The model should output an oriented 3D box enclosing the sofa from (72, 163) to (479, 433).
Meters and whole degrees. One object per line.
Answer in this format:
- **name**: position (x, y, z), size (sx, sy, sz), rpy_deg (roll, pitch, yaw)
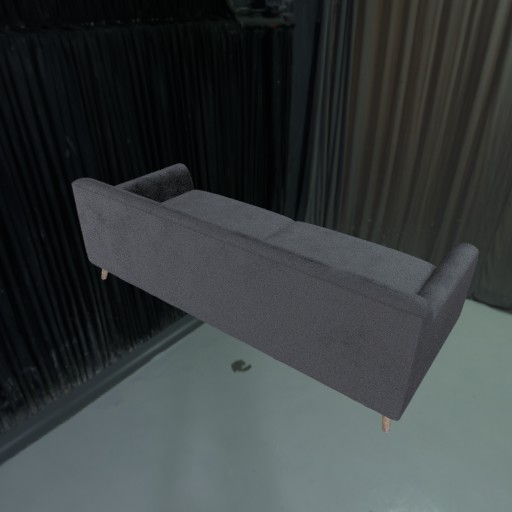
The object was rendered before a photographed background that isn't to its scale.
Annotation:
- **sofa**: position (0.000, 0.000, 2.620), size (2.190, 0.740, 0.900), rpy_deg (21, 36, 32)
